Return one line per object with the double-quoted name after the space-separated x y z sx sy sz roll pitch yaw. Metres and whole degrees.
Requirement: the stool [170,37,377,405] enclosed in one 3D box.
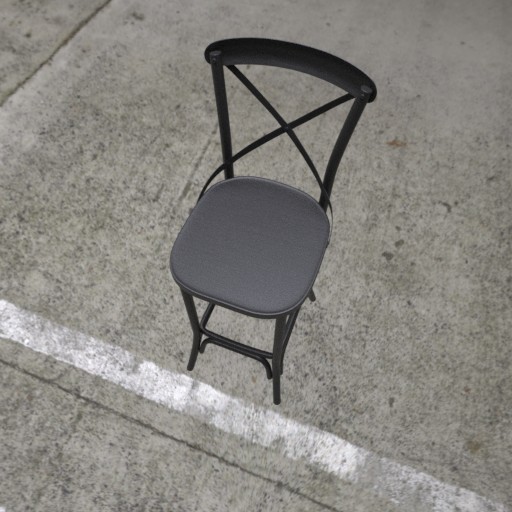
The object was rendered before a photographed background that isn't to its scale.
0.000 0.000 1.466 0.457 1.168 0.584 18 60 11 "stool"
